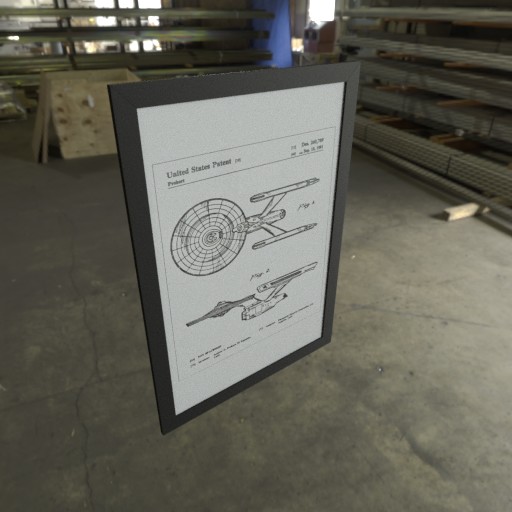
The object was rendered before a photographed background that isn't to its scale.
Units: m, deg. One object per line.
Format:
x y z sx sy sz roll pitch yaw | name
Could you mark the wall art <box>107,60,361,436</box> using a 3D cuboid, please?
0.000 0.000 0.683 0.379 0.530 0.008 -20 35 -32 | wall art
